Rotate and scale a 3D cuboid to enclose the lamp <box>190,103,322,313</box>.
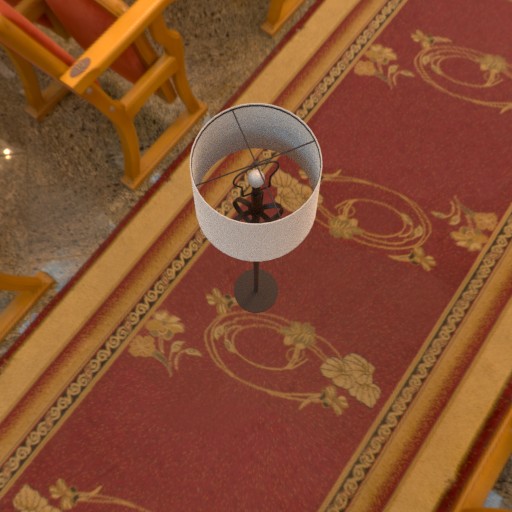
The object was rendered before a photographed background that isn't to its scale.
[{"bbox_3d":[0.000,0.000,1.548,0.286,1.462,0.286,37,79,9],"label":"lamp"}]
